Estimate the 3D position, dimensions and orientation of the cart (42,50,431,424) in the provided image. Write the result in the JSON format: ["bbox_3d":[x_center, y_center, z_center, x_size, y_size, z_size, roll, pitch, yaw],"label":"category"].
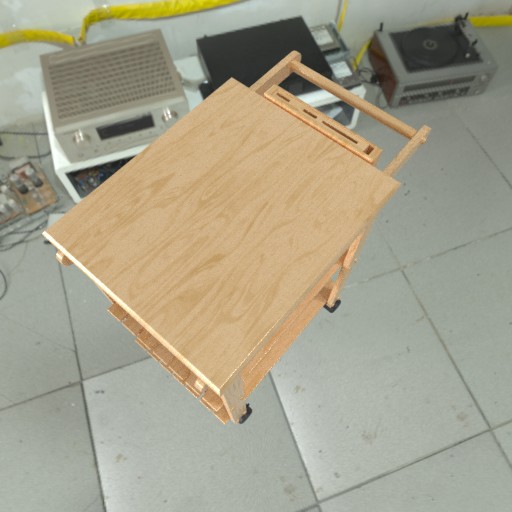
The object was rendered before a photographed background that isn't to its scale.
[{"bbox_3d":[0.000,0.000,1.368,0.520,0.816,0.843,37,69,17],"label":"cart"}]
